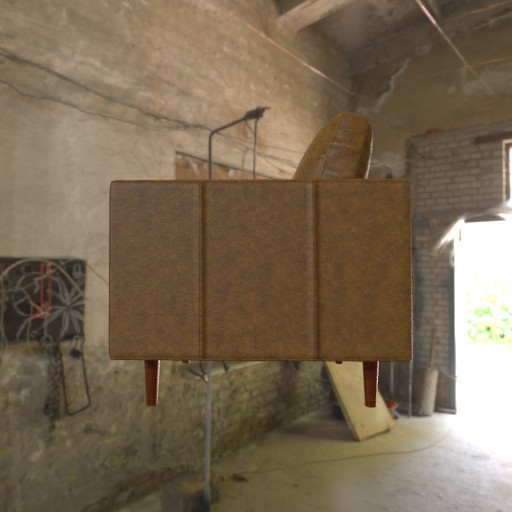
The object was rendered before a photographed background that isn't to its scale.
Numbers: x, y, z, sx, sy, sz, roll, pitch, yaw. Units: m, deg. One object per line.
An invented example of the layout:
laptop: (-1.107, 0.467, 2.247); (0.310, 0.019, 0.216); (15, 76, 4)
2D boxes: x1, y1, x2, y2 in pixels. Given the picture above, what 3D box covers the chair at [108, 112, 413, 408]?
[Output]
chair: (0.000, 0.000, 1.710); (0.909, 0.956, 0.890); (0, -1, 1)
